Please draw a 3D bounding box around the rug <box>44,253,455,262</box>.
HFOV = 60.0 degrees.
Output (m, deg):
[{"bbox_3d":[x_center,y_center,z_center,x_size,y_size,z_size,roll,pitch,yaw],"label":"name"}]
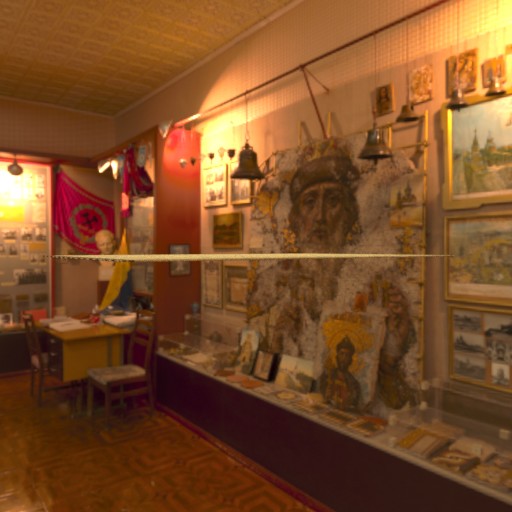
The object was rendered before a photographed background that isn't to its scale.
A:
[{"bbox_3d":[0.000,0.000,3.073,2.435,0.010,1.544,-1,1,-36],"label":"rug"}]
